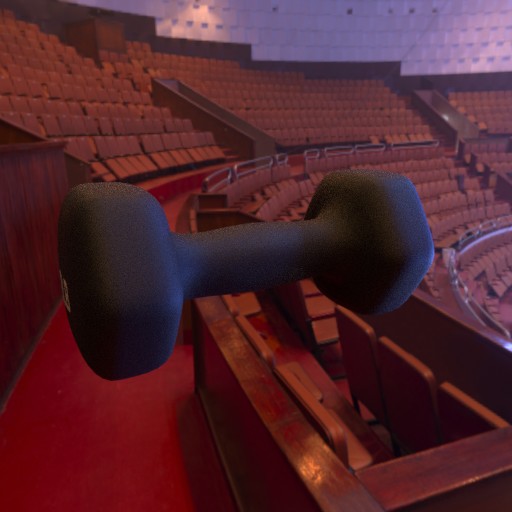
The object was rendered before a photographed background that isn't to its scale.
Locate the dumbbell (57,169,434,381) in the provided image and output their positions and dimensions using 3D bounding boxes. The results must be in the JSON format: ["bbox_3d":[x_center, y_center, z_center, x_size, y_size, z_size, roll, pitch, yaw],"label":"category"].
[{"bbox_3d":[0.000,0.000,0.286,0.231,0.101,0.112,-8,18,-27],"label":"dumbbell"}]
